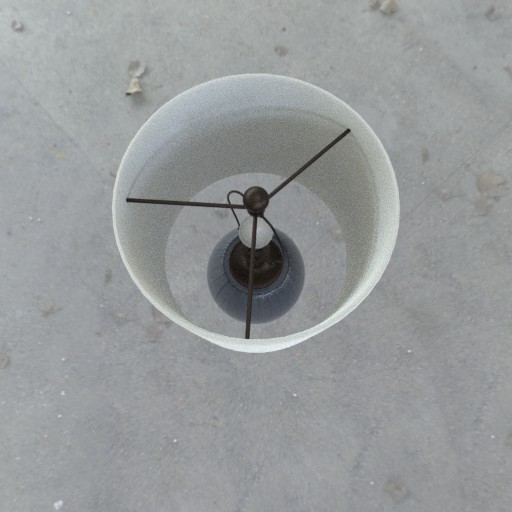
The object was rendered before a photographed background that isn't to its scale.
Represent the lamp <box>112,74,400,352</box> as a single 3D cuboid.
[{"bbox_3d":[0.000,0.000,0.769,0.329,0.570,0.329,-41,80,-9],"label":"lamp"}]
